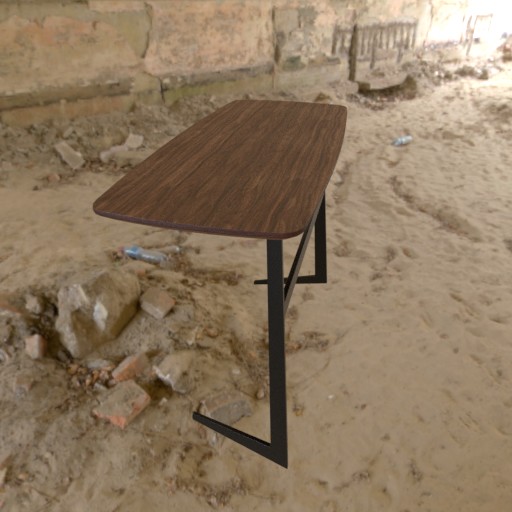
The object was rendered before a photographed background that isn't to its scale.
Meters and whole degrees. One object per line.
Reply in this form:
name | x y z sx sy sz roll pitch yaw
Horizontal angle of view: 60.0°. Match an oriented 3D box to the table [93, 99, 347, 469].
table | 0.000 0.000 1.100 0.361 0.576 0.804 8 32 12
